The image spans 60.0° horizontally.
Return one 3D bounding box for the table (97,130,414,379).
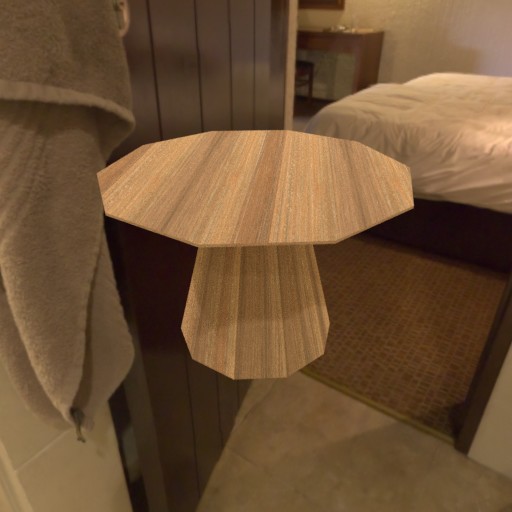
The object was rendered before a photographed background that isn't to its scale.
[{"bbox_3d":[0.000,0.000,1.868,1.186,0.752,1.186,0,31,0],"label":"table"}]
